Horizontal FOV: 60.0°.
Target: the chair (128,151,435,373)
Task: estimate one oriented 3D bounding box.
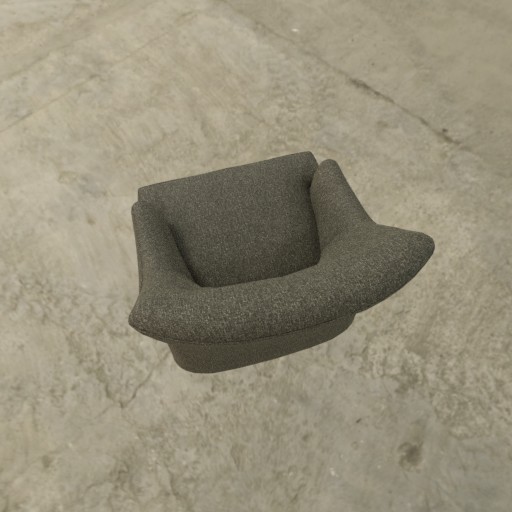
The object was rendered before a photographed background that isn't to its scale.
[{"bbox_3d":[0.000,0.000,1.649,0.864,0.856,0.923,-14,60,-8],"label":"chair"}]
